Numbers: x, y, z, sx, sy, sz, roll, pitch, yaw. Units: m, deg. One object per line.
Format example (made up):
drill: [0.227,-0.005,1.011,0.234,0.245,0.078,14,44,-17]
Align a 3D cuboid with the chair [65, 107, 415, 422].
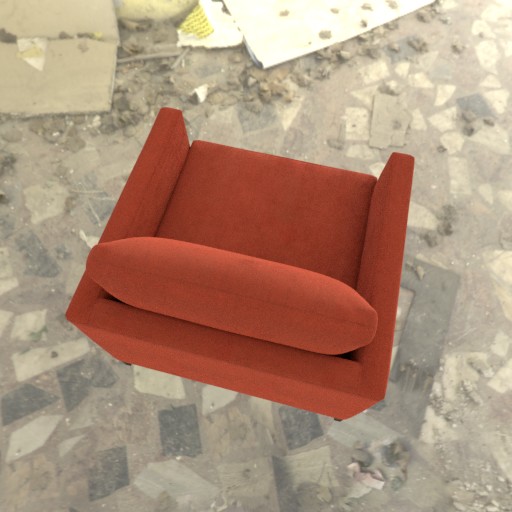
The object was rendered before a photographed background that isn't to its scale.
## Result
chair: [0.000,0.000,1.604,0.964,0.812,0.875,13,64,6]
